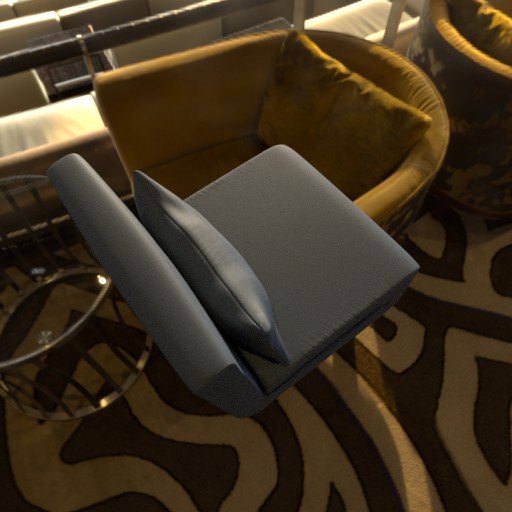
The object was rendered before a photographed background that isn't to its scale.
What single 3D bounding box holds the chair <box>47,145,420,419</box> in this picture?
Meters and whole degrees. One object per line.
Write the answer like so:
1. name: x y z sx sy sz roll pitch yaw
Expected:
1. chair: 0.000 0.000 1.512 0.900 0.808 0.770 -33 63 -19
